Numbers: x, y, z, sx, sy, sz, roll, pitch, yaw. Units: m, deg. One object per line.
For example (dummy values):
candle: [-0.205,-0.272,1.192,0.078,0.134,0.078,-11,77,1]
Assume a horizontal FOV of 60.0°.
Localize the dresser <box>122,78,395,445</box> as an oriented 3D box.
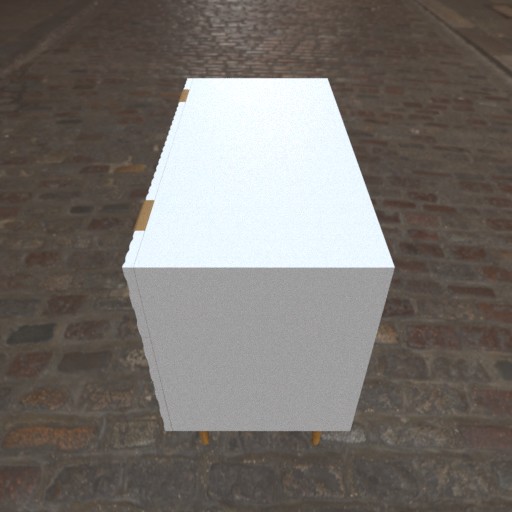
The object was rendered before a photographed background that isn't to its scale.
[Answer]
dresser: [0.000,0.000,1.306,0.457,0.721,0.905,0,40,0]
